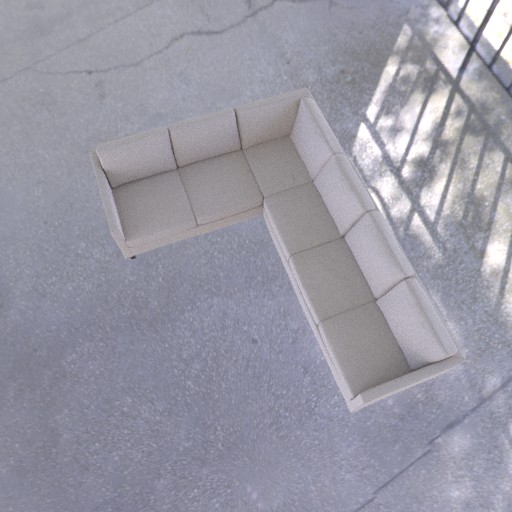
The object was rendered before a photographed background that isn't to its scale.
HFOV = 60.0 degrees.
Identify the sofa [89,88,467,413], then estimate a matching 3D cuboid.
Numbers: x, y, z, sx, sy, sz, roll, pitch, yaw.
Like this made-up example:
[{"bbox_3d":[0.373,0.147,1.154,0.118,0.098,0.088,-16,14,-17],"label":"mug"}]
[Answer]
[{"bbox_3d":[0.000,0.000,4.218,2.432,0.863,3.182,-19,66,-9],"label":"sofa"}]
